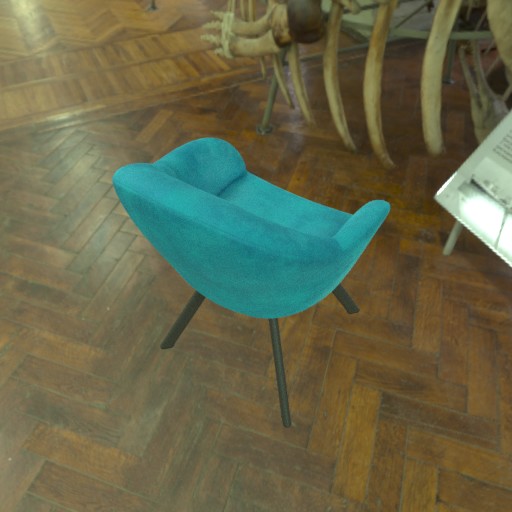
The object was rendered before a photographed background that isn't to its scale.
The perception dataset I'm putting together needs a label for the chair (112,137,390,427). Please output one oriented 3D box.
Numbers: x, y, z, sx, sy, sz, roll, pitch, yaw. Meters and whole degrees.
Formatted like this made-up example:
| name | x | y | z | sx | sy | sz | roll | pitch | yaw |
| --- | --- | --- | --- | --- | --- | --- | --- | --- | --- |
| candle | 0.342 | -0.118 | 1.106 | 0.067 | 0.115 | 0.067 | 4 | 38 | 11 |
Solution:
| name | x | y | z | sx | sy | sz | roll | pitch | yaw |
| --- | --- | --- | --- | --- | --- | --- | --- | --- | --- |
| chair | 0.000 | 0.000 | 1.183 | 0.550 | 0.795 | 0.590 | 26 | 52 | 22 |
